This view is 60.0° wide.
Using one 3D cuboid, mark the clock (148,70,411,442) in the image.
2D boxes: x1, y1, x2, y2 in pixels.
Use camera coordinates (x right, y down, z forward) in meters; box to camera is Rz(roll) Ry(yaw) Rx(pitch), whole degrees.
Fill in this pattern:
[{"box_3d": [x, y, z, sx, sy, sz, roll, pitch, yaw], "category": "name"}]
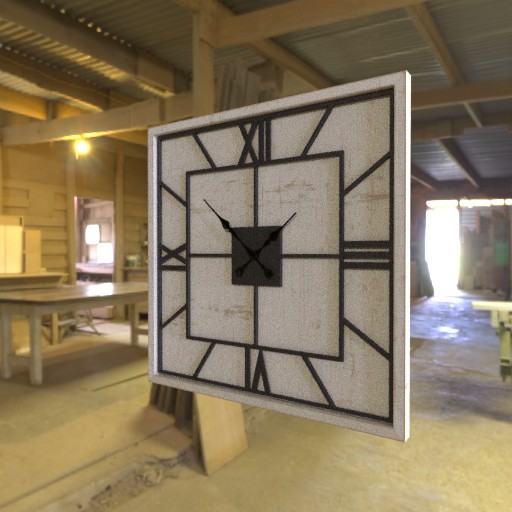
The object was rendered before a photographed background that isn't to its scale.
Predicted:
[{"box_3d": [0.000, 0.000, 1.049, 0.705, 0.705, 0.032, 0, 1, 34], "category": "clock"}]
